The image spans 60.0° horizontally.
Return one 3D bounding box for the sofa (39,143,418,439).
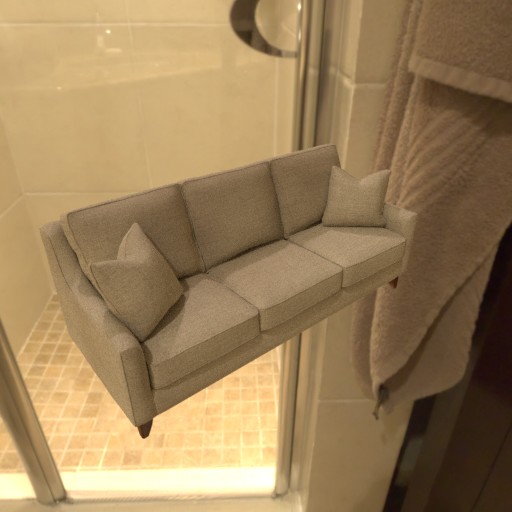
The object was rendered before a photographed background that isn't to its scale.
[{"bbox_3d":[0.000,0.000,2.575,2.031,0.914,0.865,-23,38,-33],"label":"sofa"}]
